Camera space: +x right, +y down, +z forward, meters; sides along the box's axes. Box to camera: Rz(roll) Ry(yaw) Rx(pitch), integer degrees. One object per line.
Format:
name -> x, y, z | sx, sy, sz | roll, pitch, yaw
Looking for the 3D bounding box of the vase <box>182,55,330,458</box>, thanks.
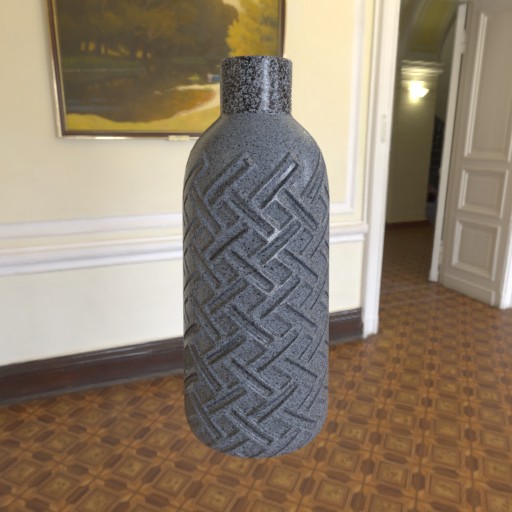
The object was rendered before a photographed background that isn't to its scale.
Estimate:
vase -> 0.000, 0.000, 0.347 | 0.122, 0.282, 0.122 | 0, 15, 0
